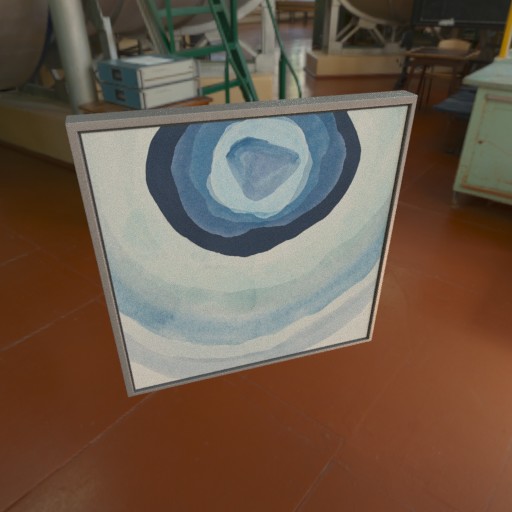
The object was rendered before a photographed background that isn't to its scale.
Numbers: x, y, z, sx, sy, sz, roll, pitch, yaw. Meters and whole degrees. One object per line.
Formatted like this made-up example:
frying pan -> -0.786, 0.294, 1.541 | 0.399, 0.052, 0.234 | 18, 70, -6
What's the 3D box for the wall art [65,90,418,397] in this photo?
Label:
wall art -> 0.000, 0.000, 0.525 | 0.349, 0.349, 0.028 | -9, 34, -14
